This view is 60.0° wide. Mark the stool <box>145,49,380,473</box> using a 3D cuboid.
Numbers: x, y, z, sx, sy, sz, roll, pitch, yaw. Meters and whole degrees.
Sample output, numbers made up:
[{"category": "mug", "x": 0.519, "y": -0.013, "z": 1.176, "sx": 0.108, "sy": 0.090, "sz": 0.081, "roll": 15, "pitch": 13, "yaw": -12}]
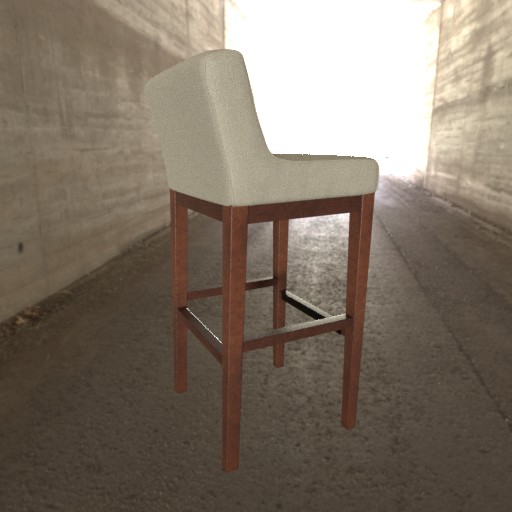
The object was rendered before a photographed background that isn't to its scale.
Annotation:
[{"category": "stool", "x": 0.000, "y": 0.000, "z": 1.323, "sx": 0.500, "sy": 1.037, "sz": 0.511, "roll": -7, "pitch": 16, "yaw": -26}]
